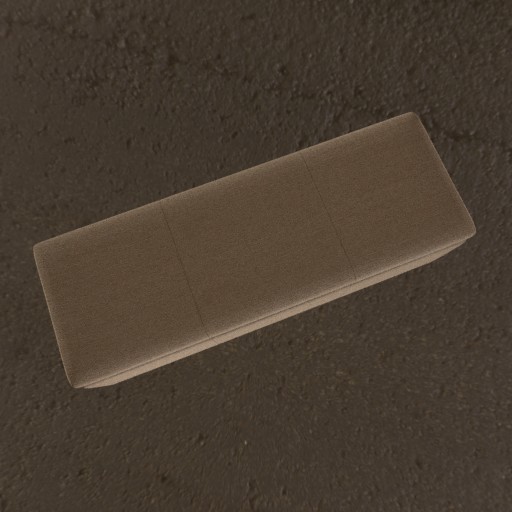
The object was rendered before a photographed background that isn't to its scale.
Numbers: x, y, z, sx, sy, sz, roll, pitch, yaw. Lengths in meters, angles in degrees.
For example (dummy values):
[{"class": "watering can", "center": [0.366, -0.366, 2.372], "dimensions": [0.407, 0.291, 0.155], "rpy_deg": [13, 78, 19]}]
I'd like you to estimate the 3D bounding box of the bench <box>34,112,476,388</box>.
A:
[{"class": "bench", "center": [0.000, 0.000, 1.501], "dimensions": [1.269, 0.438, 0.446], "rpy_deg": [-20, 77, -5]}]
